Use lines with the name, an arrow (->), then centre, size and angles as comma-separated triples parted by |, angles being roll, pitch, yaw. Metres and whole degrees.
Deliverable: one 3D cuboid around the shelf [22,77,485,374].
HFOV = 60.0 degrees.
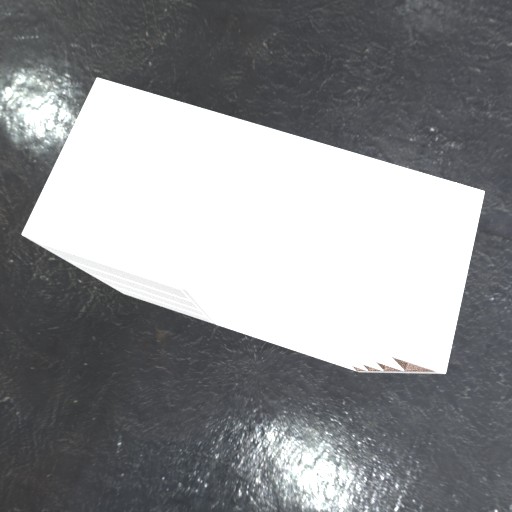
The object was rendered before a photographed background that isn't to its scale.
shelf -> 0.000, 0.000, 1.283 | 0.895, 0.732, 0.396 | 18, 76, 4
